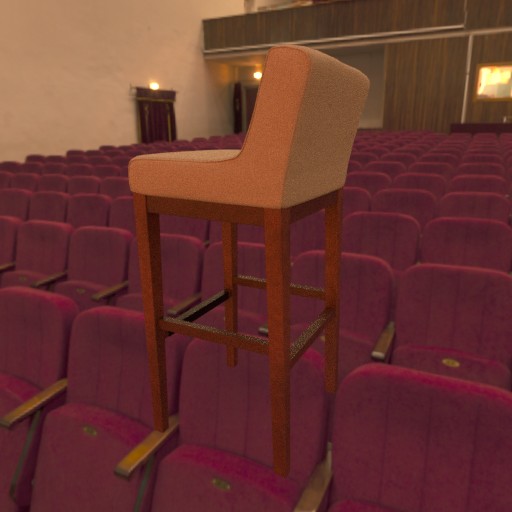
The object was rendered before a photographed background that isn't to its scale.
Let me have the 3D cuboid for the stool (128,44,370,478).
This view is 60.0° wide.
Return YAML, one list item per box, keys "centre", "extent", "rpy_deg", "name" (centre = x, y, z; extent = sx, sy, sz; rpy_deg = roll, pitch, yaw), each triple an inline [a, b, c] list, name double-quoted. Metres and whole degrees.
- centre: [0.000, 0.000, 1.297]
  extent: [0.500, 1.037, 0.511]
  rpy_deg: [8, 17, 26]
  name: "stool"
